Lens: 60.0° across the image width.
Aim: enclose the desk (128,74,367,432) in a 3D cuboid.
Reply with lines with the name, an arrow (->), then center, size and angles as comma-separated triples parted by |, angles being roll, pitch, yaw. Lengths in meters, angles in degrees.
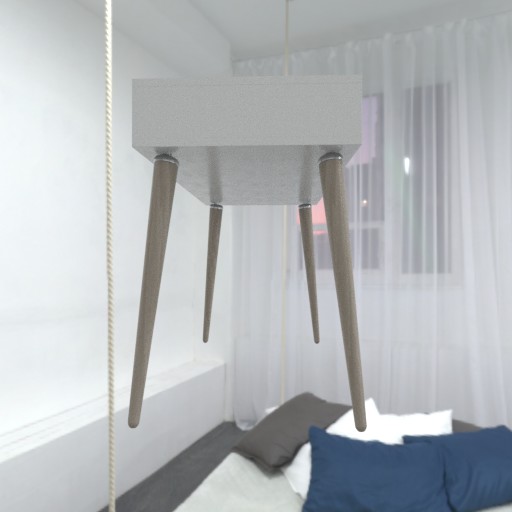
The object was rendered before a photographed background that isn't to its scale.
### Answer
desk -> 0.000, 0.000, 1.390 | 0.491, 0.723, 0.979 | 0, -1, 2
